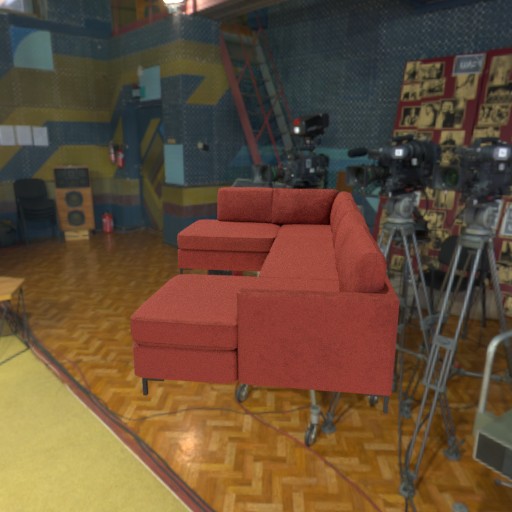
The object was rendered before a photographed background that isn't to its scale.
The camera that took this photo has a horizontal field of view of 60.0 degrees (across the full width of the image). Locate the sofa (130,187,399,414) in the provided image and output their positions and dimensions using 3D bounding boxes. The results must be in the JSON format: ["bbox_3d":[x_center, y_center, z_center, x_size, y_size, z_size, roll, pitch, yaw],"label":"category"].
[{"bbox_3d":[0.000,0.000,4.219,2.055,0.992,3.434,2,15,8],"label":"sofa"}]
